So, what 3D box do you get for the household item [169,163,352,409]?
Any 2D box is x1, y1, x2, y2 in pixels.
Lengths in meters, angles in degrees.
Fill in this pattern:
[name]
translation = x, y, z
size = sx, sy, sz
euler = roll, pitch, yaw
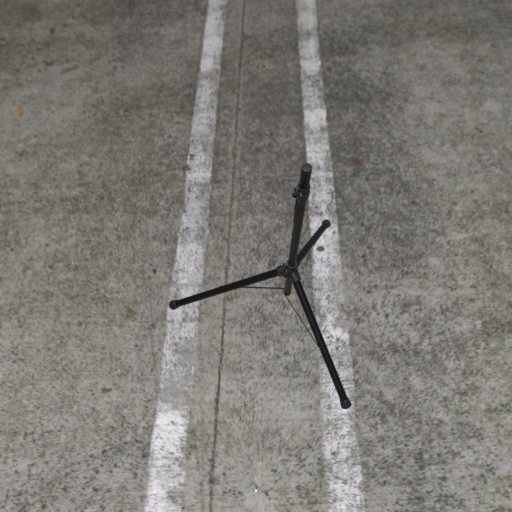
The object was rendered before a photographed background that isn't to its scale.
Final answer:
[household item]
translation = 0.000, 0.000, 1.841
size = 0.907, 1.136, 1.045
euler = 0, 62, 0
